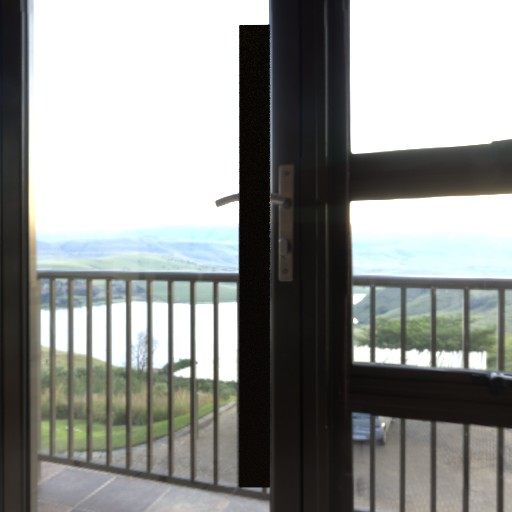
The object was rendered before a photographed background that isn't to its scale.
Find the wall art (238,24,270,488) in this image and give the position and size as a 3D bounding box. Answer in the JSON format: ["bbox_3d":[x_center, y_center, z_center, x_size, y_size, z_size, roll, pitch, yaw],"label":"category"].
[{"bbox_3d":[0.000,0.000,0.755,0.039,0.555,0.449,0,0,0],"label":"wall art"}]
